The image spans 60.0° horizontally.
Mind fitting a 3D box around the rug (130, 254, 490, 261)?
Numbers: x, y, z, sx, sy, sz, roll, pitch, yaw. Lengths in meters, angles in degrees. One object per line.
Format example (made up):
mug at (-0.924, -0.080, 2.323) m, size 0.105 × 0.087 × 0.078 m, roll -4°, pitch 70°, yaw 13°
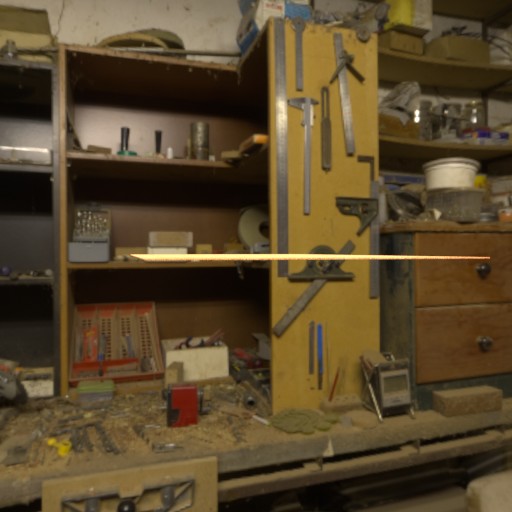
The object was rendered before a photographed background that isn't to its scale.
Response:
rug at (0.000, 0.000, 2.884) m, size 1.524 × 0.006 × 2.285 m, roll 0°, pitch 1°, yaw -17°
